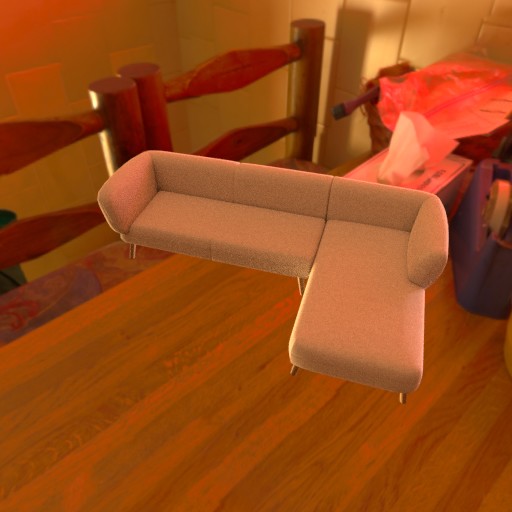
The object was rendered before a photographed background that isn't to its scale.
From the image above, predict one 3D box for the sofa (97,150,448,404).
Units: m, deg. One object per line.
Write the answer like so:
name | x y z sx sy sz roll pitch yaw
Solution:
sofa | 0.000 0.000 3.407 2.660 0.730 1.610 11 43 13
